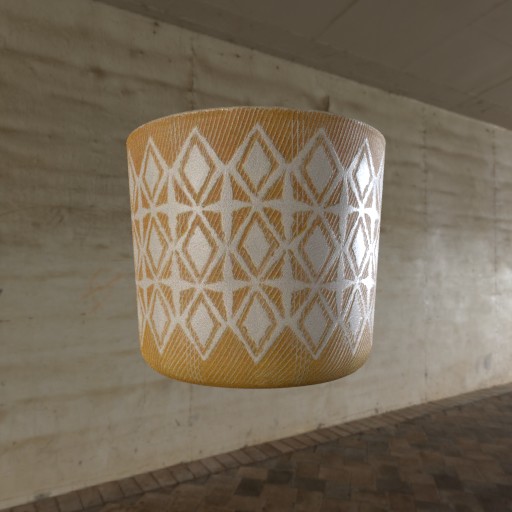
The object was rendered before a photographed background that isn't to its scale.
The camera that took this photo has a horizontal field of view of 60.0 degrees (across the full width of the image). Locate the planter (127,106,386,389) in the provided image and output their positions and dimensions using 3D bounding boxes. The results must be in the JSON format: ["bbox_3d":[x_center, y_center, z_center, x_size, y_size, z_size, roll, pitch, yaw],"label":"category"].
[{"bbox_3d":[0.000,0.000,0.342,0.193,0.165,0.193,0,-1,0],"label":"planter"}]
